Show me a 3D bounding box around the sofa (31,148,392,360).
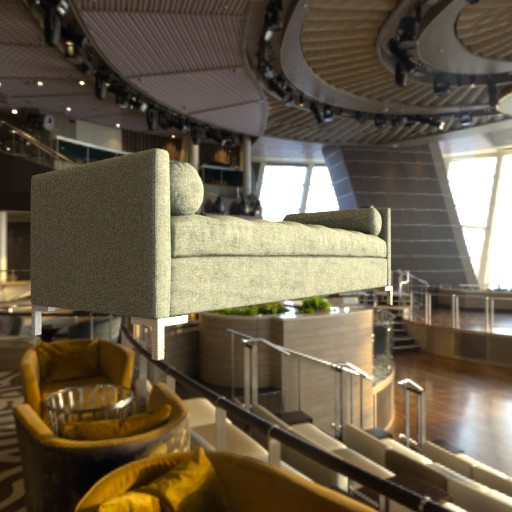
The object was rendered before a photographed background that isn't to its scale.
[{"bbox_3d":[0.000,0.000,2.417,0.797,0.657,2.102,0,0,37],"label":"sofa"}]
